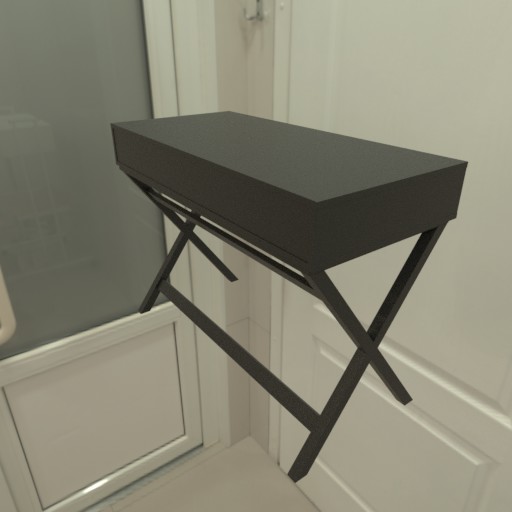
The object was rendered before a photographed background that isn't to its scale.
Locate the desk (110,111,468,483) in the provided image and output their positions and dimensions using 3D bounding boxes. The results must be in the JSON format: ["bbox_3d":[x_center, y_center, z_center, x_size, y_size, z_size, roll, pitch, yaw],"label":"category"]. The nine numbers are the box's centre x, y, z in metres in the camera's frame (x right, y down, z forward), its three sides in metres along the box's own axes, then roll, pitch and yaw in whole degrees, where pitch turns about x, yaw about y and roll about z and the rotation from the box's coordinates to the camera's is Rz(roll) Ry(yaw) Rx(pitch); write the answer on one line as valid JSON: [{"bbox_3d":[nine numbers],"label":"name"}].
[{"bbox_3d":[0.000,0.000,1.497,0.504,0.780,1.057,-18,31,-32],"label":"desk"}]
